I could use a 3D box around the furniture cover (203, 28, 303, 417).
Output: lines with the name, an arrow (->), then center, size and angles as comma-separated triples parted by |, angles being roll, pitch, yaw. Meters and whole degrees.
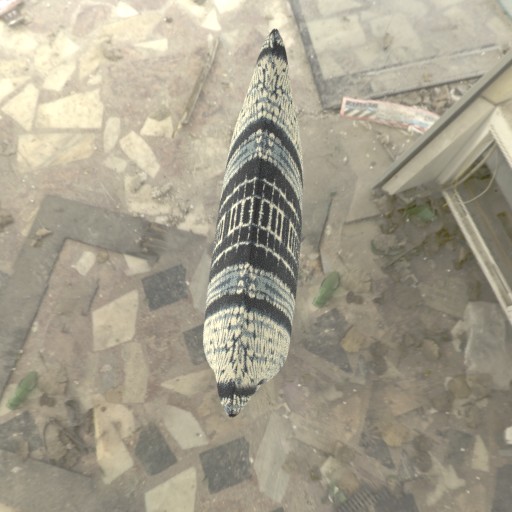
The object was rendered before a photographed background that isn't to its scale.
furniture cover -> 0.000, 0.000, 0.659 | 0.133, 0.435, 0.425 | 6, 75, 2
